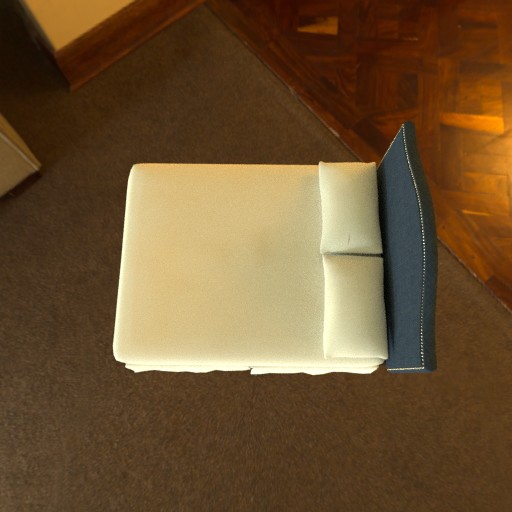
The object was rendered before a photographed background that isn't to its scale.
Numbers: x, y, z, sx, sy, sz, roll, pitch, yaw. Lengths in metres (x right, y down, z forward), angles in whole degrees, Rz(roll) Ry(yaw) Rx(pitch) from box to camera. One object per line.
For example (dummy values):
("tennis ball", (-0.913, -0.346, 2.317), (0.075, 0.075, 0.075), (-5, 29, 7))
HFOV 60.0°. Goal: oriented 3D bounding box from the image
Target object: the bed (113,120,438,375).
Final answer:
("bed", (0.000, 0.000, 3.331), (2.153, 1.518, 1.713), (1, 75, 0))
